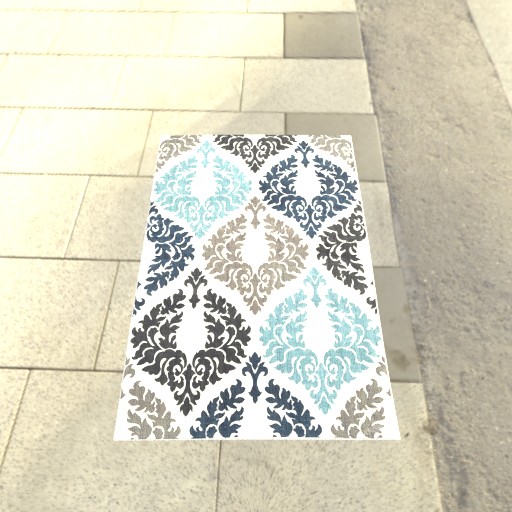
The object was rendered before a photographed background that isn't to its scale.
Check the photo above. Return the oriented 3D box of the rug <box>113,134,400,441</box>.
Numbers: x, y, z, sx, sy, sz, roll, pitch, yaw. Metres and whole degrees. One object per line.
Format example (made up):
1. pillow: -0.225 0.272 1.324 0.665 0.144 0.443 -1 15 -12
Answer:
1. rug: 0.000 0.000 2.924 1.514 0.014 2.275 0 58 0
